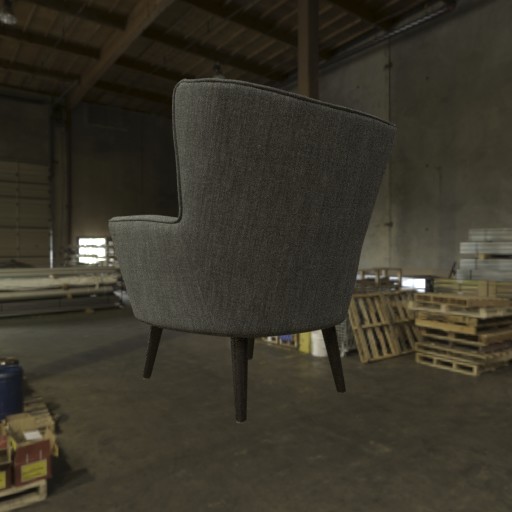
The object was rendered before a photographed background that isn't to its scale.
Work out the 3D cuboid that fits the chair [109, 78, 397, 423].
[{"bbox_3d":[0.000,0.000,1.540,0.781,0.933,0.888,0,1,-38],"label":"chair"}]
